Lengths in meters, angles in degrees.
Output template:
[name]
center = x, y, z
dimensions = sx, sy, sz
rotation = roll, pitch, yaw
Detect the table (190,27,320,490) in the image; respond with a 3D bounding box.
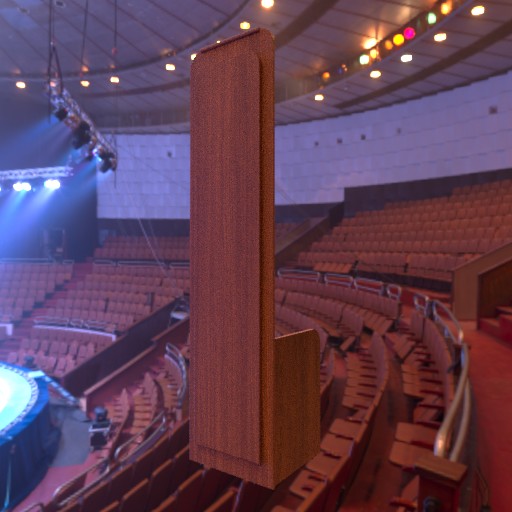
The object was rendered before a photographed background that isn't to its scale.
[table]
center = 0.000, 0.000, 2.016
dimensions = 0.450, 1.830, 0.420
rotation = -1, -1, 36
